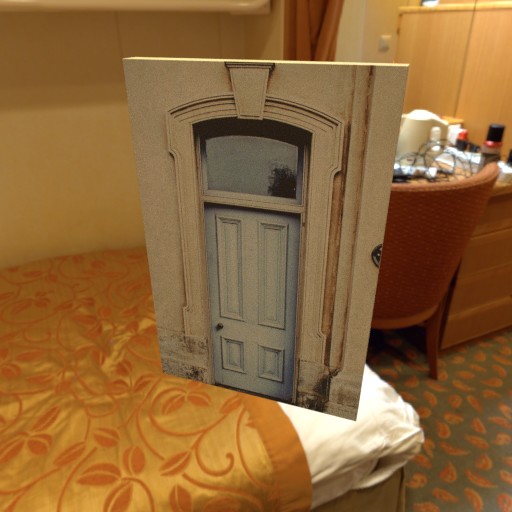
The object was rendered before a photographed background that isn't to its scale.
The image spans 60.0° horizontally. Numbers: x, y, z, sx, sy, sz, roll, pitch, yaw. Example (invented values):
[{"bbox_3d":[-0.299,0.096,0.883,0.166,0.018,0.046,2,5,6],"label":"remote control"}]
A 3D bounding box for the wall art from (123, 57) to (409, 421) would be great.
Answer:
[{"bbox_3d":[0.000,0.000,0.752,0.403,0.607,0.036,9,29,16],"label":"wall art"}]
